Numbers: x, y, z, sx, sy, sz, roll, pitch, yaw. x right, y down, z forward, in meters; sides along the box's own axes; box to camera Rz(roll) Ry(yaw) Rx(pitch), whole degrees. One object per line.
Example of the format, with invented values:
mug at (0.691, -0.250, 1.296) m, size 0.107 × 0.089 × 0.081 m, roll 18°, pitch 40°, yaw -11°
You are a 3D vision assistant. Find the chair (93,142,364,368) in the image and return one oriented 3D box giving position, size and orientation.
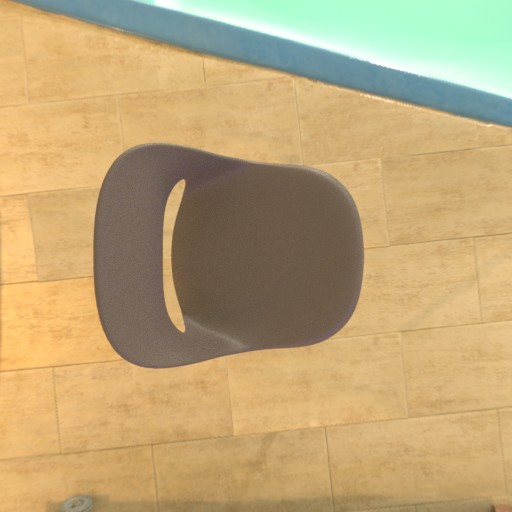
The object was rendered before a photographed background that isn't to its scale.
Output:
chair at (0.000, 0.000, 1.147) m, size 0.556 × 0.795 × 0.470 m, roll 0°, pitch 90°, yaw 0°
